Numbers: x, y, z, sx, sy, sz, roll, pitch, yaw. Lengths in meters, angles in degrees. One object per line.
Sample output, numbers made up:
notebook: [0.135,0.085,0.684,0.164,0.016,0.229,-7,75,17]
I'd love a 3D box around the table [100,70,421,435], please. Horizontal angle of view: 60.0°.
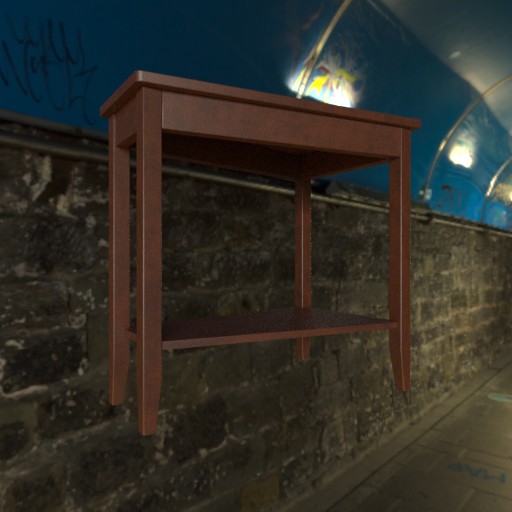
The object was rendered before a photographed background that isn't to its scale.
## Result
table: [0.000,0.000,0.961,0.605,0.589,0.399,0,0,-34]
